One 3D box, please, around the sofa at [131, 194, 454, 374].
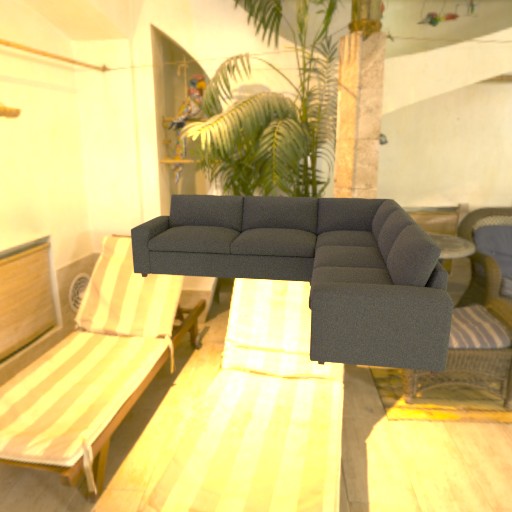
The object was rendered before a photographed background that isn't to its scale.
[{"bbox_3d":[0.000,0.000,4.742,3.277,0.965,2.895,2,15,9],"label":"sofa"}]
